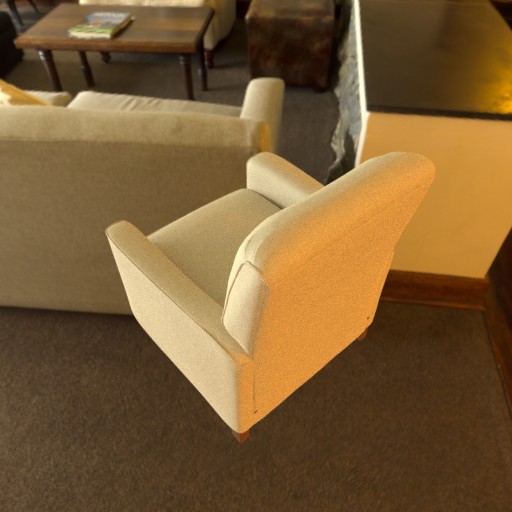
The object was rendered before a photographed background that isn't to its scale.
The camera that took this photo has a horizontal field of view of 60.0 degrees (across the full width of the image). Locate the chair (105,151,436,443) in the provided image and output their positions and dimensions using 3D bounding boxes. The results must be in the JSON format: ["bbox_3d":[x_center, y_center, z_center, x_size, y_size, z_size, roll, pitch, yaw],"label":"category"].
[{"bbox_3d":[0.000,0.000,1.679,0.841,1.023,0.858,-32,53,-28],"label":"chair"}]
